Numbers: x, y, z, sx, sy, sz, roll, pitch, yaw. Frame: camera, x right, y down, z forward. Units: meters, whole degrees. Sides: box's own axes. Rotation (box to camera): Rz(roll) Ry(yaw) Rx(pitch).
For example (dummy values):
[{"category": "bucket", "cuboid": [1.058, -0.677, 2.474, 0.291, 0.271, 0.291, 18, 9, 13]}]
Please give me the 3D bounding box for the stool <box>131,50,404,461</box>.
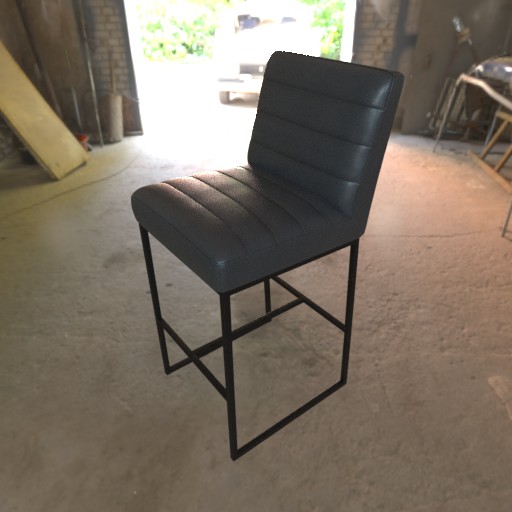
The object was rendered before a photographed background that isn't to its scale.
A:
[{"category": "stool", "cuboid": [0.000, 0.000, 1.311, 0.552, 1.040, 0.457, -23, 39, -31]}]
